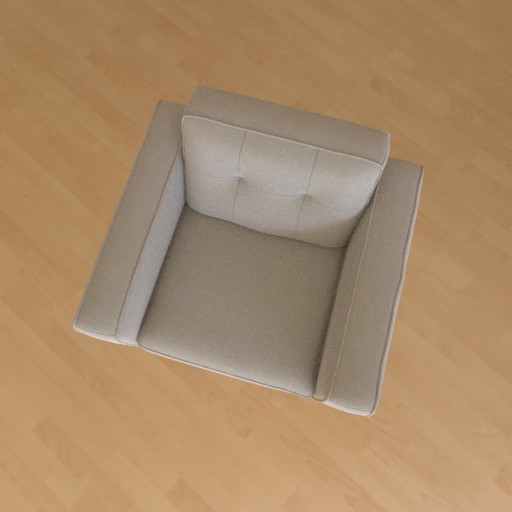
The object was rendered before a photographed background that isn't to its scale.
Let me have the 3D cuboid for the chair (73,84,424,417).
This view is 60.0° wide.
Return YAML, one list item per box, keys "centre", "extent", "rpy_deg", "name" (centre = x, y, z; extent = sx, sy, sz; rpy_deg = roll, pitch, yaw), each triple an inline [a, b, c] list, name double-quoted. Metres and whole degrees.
- centre: [0.000, 0.000, 1.773]
  extent: [1.115, 0.779, 0.953]
  rpy_deg: [15, 76, 4]
  name: "chair"
